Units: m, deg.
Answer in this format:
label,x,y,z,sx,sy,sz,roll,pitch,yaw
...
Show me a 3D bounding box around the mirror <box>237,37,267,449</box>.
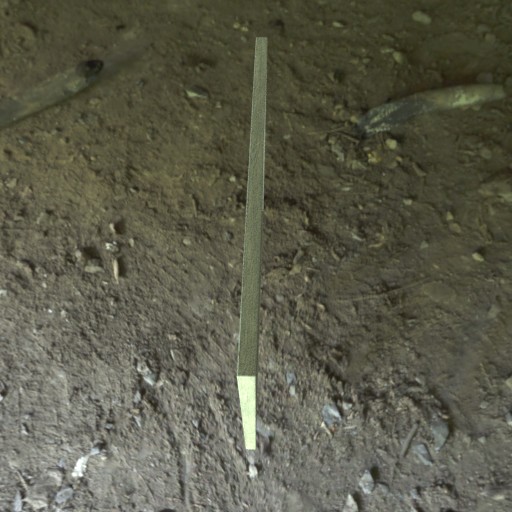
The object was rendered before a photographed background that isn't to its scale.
label,x,y,z,sx,sy,sz,roll,pitch,yaw
mirror,0.000,0.000,1.158,0.028,0.689,0.839,2,58,1
